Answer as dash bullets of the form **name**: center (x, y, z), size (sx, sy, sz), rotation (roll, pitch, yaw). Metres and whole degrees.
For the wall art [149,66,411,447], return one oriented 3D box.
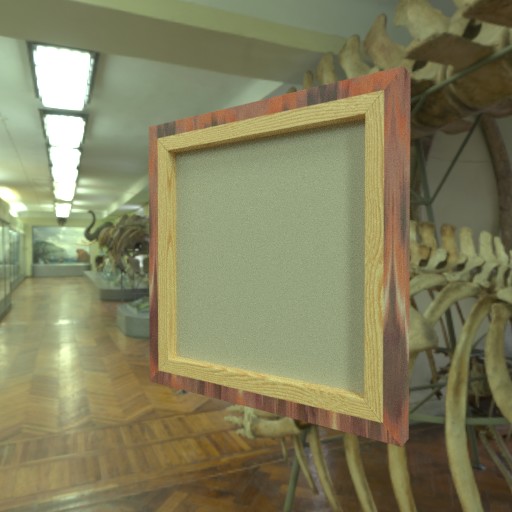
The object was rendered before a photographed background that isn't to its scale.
- **wall art**: center (0.000, 0.000, 0.897), size (0.603, 0.609, 0.037), rotation (1, 1, 36)
